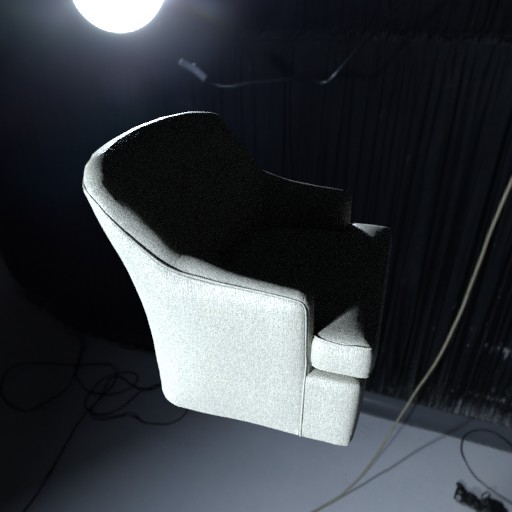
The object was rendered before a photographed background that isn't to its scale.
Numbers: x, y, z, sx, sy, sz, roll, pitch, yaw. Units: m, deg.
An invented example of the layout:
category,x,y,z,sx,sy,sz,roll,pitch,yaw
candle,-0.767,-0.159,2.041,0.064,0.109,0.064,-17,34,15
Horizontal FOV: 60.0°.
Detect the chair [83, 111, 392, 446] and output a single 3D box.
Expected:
category,x,y,z,sx,sy,sz,roll,pitch,yaw
chair,0.000,0.000,1.594,0.923,0.856,0.864,9,31,16
